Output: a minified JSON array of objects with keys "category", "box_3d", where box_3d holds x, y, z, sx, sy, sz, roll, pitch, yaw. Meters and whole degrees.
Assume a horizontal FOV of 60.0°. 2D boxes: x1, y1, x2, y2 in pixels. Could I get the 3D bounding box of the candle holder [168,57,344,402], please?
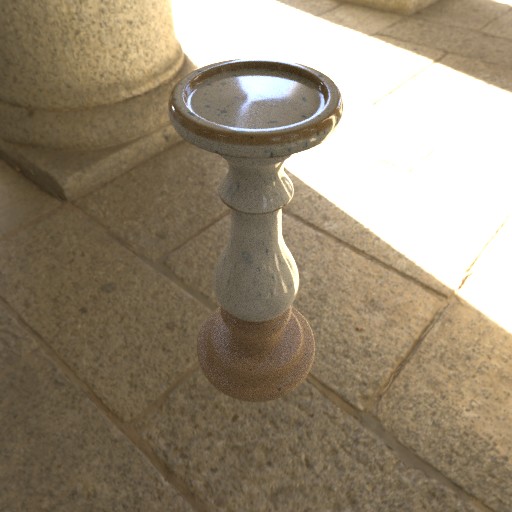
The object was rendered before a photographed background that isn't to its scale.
[{"category":"candle holder","box_3d":[0.000,0.000,0.263,0.088,0.203,0.088,0,46,0]}]
